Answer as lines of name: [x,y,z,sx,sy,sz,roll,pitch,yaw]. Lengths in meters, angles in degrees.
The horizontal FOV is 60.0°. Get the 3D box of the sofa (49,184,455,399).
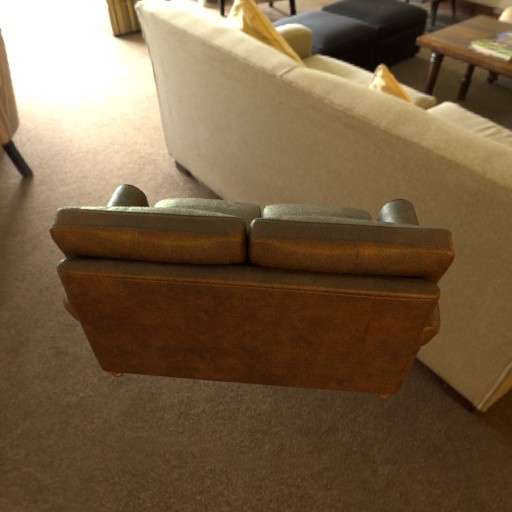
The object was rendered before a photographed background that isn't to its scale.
sofa: [0.000,0.000,2.195,1.616,0.976,0.990,4,45,4]
